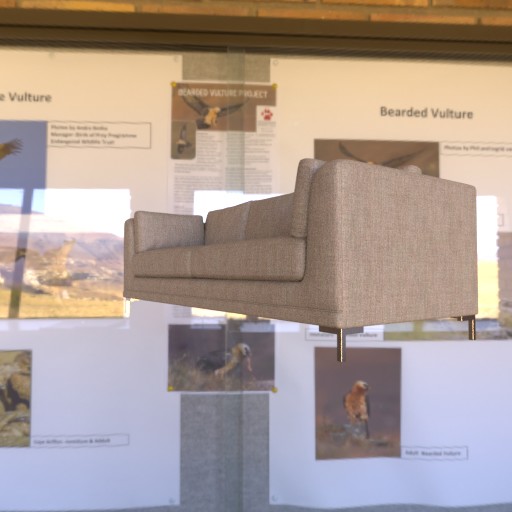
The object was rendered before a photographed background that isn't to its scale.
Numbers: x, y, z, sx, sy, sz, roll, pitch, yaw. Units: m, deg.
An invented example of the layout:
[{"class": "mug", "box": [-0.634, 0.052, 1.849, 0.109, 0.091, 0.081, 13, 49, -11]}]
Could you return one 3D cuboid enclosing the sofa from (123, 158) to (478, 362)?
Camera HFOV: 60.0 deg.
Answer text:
[{"class": "sofa", "box": [0.000, 0.000, 2.878, 0.969, 0.867, 2.415, 1, -2, -35]}]
